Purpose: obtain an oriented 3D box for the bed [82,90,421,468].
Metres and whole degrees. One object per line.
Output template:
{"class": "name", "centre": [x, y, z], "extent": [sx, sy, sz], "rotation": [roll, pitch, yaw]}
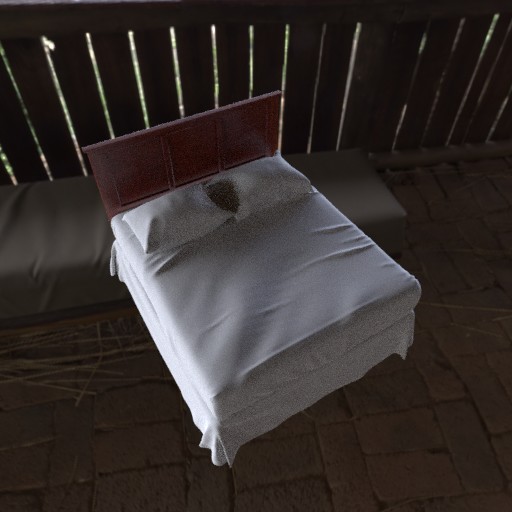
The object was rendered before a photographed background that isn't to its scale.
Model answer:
{"class": "bed", "centre": [0.000, 0.000, 3.278], "extent": [1.870, 1.270, 2.050], "rotation": [-24, 51, -20]}
